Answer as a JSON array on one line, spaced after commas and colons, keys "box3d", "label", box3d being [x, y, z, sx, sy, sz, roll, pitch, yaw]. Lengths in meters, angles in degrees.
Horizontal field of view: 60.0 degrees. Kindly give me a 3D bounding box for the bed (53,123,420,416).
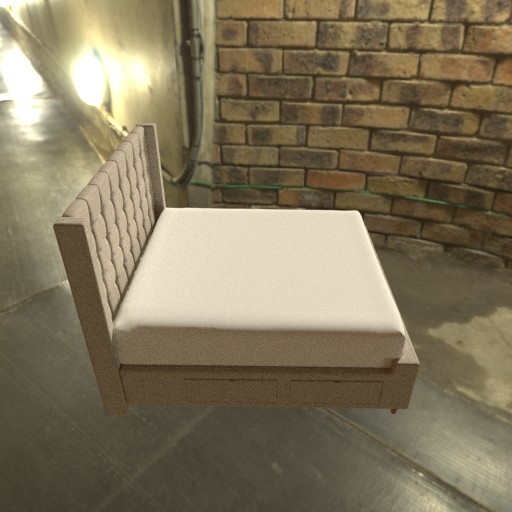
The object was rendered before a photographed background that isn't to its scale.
[{"box3d": [0.000, 0.000, 3.882, 2.372, 1.748, 2.044, 1, 33, 1], "label": "bed"}]
